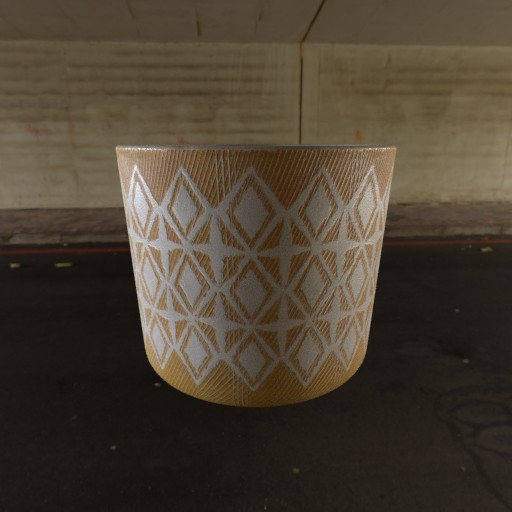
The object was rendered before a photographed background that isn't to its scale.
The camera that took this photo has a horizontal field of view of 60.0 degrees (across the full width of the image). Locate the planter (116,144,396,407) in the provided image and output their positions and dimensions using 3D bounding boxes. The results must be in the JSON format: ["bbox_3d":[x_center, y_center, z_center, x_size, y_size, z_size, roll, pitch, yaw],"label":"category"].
[{"bbox_3d":[0.000,0.000,0.339,0.193,0.165,0.193,0,14,0],"label":"planter"}]
